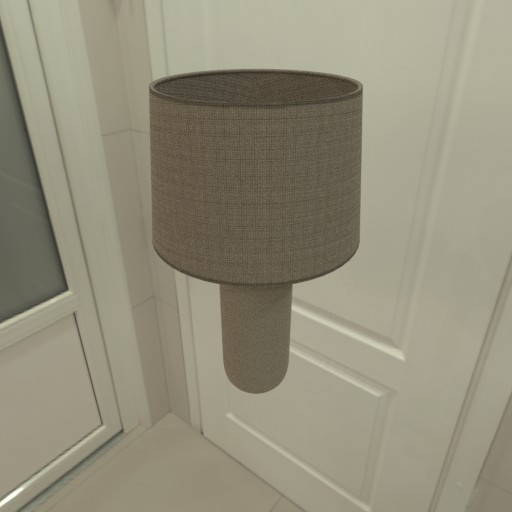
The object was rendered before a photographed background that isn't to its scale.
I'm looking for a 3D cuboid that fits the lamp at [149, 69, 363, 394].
[{"bbox_3d":[0.000,0.000,0.826,0.367,0.609,0.367,0,30,0],"label":"lamp"}]
